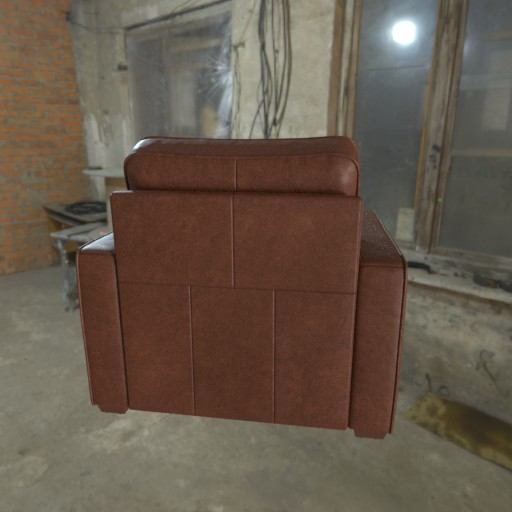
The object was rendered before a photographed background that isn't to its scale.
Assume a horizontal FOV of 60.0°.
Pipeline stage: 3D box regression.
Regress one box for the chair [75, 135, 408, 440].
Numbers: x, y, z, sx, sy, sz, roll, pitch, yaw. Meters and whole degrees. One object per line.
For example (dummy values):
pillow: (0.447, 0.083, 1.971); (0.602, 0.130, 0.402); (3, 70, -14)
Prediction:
chair: (0.000, 0.000, 1.744); (1.017, 0.919, 0.940); (2, 16, 8)
